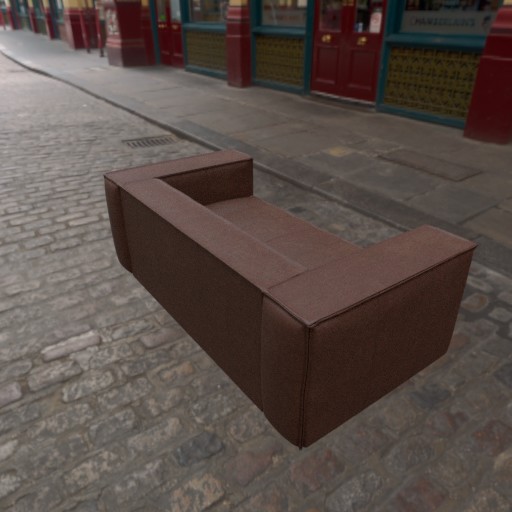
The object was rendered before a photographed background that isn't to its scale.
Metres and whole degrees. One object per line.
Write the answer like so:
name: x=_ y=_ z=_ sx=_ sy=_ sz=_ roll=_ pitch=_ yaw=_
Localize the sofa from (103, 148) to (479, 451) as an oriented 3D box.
sofa: x=0.000 y=0.000 z=2.640 sx=1.102 sy=0.703 sz=2.088 roll=-19 pitch=34 yaw=-31
